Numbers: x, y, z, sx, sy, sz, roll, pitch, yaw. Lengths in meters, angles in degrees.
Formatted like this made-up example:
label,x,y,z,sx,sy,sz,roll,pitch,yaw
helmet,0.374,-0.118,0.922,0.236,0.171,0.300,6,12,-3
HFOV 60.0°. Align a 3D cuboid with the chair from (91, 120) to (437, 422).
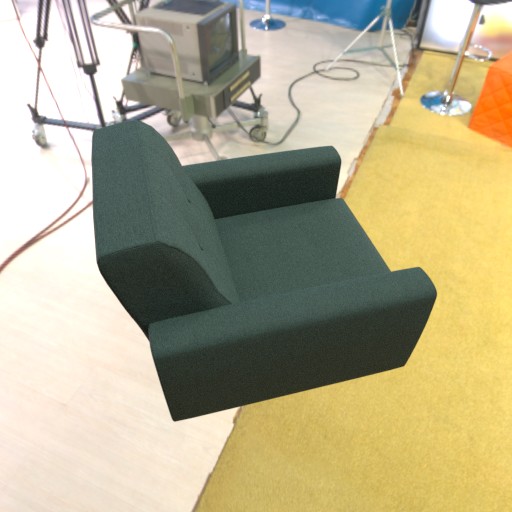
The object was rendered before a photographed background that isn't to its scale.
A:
label,x,y,z,sx,sy,sz,roll,pitch,yaw
chair,0.000,0.000,1.544,0.909,0.841,0.831,-11,47,-11
